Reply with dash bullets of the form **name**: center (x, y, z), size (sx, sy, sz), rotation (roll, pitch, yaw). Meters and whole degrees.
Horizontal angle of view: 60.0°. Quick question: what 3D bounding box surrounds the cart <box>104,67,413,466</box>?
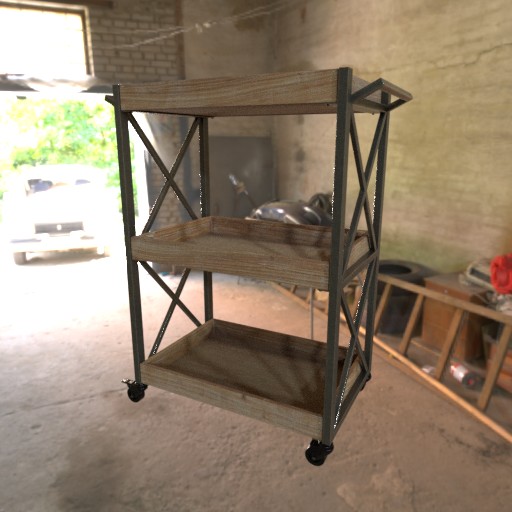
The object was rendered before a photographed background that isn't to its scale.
- **cart**: center (0.000, 0.000, 1.161), size (0.673, 0.835, 0.377), rotation (8, 17, 27)
